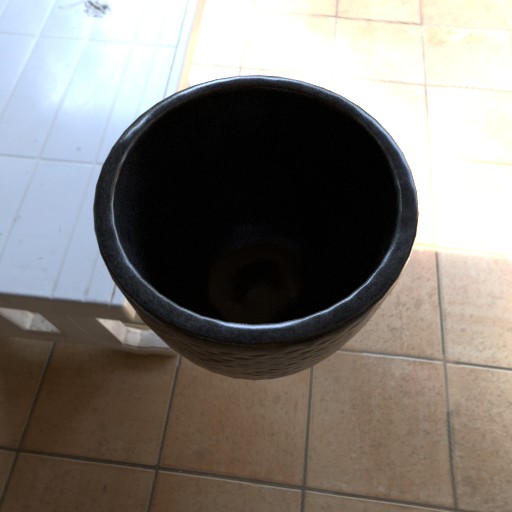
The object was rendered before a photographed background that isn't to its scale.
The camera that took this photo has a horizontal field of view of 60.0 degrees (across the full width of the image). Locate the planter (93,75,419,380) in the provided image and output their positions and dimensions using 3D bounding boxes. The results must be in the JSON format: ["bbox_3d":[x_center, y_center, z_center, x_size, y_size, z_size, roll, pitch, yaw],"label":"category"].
[{"bbox_3d":[0.000,0.000,0.303,0.172,0.160,0.172,0,63,0],"label":"planter"}]
